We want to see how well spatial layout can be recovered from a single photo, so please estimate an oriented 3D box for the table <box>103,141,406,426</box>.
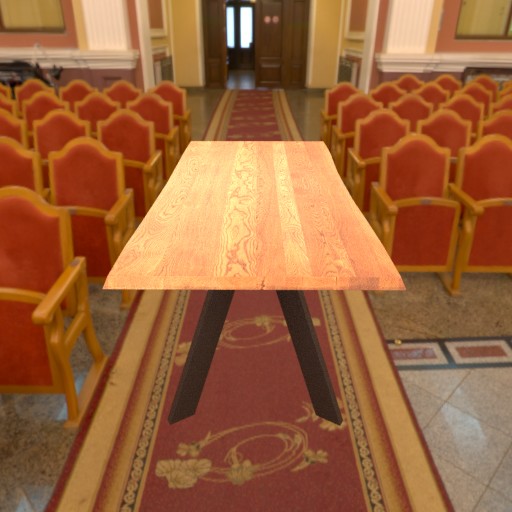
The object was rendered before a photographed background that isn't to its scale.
[{"bbox_3d":[0.000,0.000,2.265,0.900,0.770,1.800,0,27,0],"label":"table"}]
